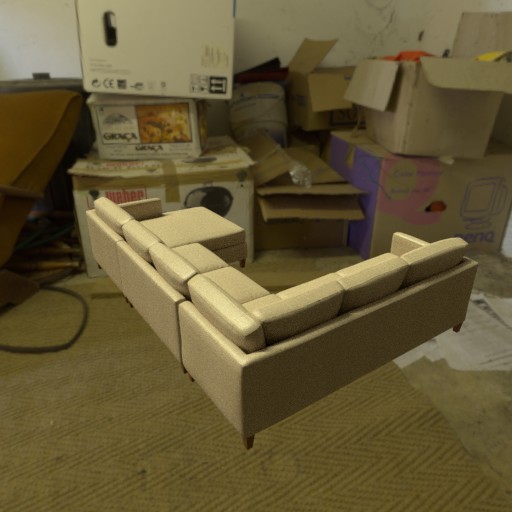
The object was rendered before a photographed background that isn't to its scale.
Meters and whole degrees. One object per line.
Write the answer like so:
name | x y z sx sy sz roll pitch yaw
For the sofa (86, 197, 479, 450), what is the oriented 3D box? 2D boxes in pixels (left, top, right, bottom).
sofa | 0.000 0.000 4.728 2.594 0.961 3.460 -16 30 -31
